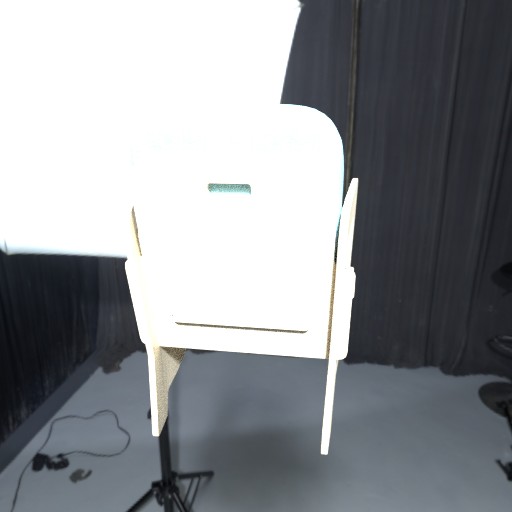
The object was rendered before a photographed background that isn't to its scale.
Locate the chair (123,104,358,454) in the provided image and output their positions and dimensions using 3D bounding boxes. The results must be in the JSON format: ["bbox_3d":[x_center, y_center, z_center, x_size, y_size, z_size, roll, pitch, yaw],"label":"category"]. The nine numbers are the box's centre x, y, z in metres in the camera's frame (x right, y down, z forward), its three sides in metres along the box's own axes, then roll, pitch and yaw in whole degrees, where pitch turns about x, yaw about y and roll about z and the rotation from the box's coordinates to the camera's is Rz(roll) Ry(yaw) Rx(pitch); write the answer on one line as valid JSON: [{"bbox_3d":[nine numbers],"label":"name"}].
[{"bbox_3d":[0.000,0.000,1.271,0.590,0.800,0.710,3,17,8],"label":"chair"}]
